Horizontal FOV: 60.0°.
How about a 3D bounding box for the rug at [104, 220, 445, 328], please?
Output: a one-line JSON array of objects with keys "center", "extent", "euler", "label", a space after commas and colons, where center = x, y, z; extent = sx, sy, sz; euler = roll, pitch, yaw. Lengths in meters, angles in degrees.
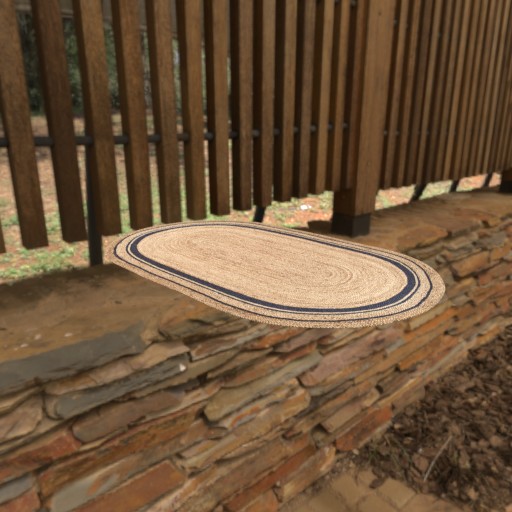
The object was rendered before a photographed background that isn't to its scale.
[{"center": [0.000, 0.000, 2.999], "extent": [2.432, 0.006, 1.520], "euler": [16, 24, 42], "label": "rug"}]
